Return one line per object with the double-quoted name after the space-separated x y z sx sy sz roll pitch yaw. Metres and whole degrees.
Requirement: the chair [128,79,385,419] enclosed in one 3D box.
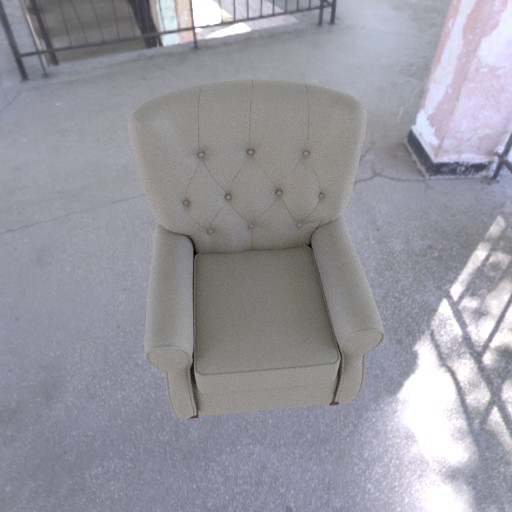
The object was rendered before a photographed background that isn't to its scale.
0.000 0.000 1.907 0.943 1.158 1.059 -4 46 -4 "chair"
